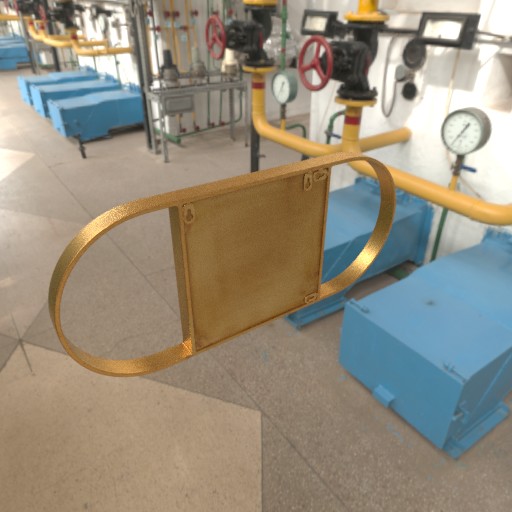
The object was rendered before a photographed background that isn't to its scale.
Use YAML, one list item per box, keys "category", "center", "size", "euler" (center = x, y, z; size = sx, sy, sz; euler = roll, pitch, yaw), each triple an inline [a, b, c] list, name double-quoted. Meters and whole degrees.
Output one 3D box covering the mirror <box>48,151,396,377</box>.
- category: "mirror"
  center: [0.000, 0.000, 0.671]
  size: [0.584, 0.254, 0.032]
  euler: [-19, 36, -29]
